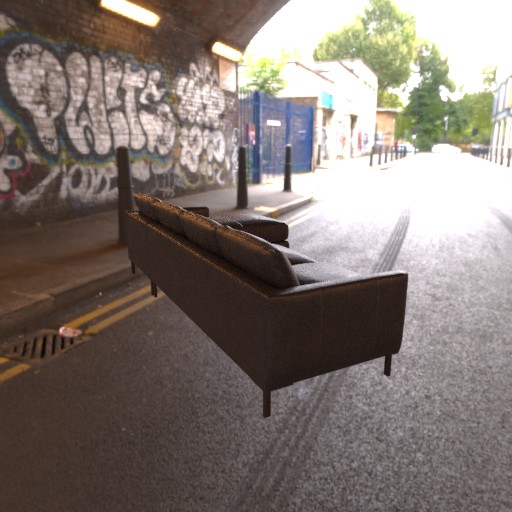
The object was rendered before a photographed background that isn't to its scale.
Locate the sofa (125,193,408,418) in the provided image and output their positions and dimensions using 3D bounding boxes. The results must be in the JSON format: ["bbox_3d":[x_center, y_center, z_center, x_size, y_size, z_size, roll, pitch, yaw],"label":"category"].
[{"bbox_3d":[0.000,0.000,3.655,1.471,0.859,2.993,-8,16,-27],"label":"sofa"}]
